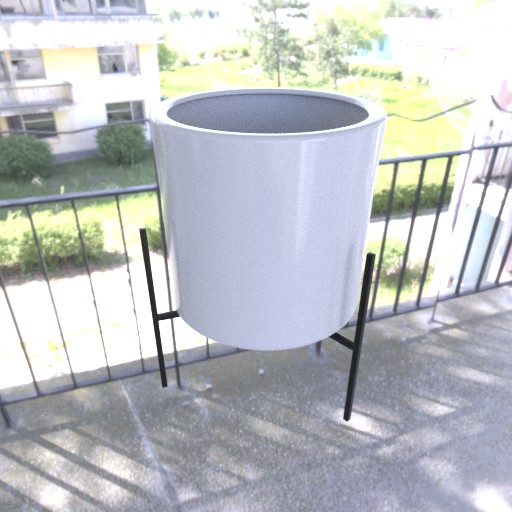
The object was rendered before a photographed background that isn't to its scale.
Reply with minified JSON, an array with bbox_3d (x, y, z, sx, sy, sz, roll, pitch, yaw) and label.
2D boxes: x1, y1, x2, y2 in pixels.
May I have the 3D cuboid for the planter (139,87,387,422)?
[{"bbox_3d":[0.000,0.000,0.738,0.361,0.480,0.360,-10,31,-17],"label":"planter"}]
